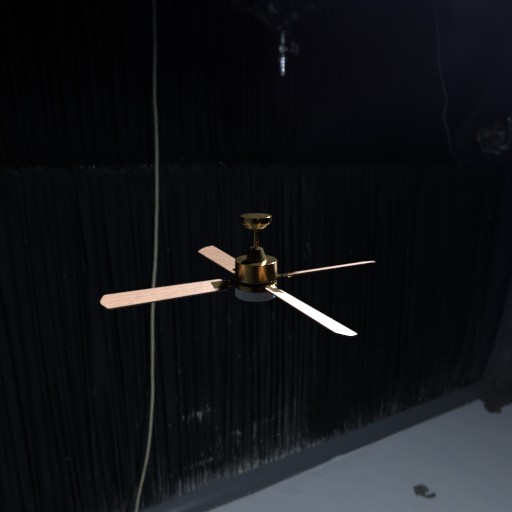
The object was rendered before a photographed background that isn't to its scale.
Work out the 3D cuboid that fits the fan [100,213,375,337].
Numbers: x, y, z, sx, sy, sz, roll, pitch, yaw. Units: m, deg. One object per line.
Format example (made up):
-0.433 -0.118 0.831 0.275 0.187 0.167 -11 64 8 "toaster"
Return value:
0.000 0.000 1.939 1.320 0.355 1.320 -7 16 -26 "fan"
